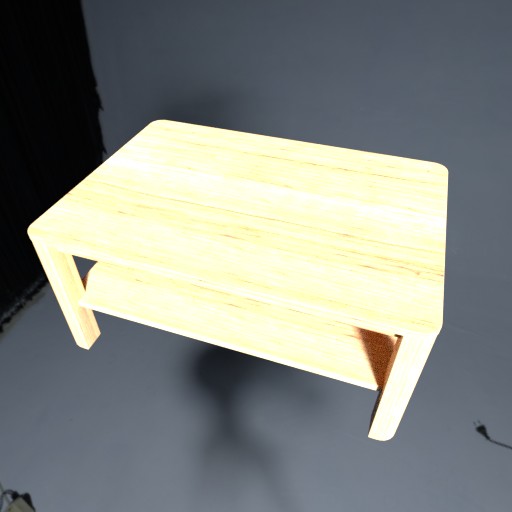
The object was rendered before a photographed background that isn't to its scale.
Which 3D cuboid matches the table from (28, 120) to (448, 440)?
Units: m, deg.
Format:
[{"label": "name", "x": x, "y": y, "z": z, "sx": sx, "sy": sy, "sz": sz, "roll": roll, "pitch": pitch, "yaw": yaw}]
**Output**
[{"label": "table", "x": 0.000, "y": 0.000, "z": 1.369, "sx": 0.997, "sy": 0.445, "sz": 0.696, "roll": 13, "pitch": 43, "yaw": 14}]
